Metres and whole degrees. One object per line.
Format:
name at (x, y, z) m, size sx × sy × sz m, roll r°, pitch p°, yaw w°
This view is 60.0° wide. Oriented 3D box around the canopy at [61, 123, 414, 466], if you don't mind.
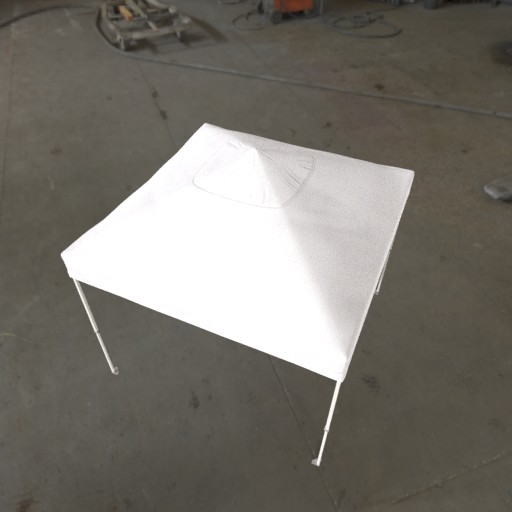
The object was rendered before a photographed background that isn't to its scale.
canopy at (0.000, 0.000, 5.496) m, size 2.998 × 2.997 × 2.996 m, roll 18°, pitch 47°, yaw 17°
